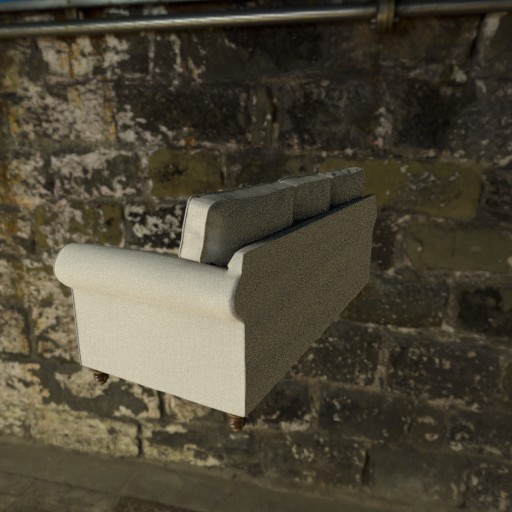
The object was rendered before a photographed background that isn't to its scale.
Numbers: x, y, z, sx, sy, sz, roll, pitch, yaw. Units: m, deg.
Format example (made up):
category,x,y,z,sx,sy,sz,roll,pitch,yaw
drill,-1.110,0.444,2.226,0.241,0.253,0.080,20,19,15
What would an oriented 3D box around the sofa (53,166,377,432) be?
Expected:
category,x,y,z,sx,sy,sz,roll,pitch,yaw
sofa,0.000,0.000,2.600,0.916,0.961,2.084,8,17,27
